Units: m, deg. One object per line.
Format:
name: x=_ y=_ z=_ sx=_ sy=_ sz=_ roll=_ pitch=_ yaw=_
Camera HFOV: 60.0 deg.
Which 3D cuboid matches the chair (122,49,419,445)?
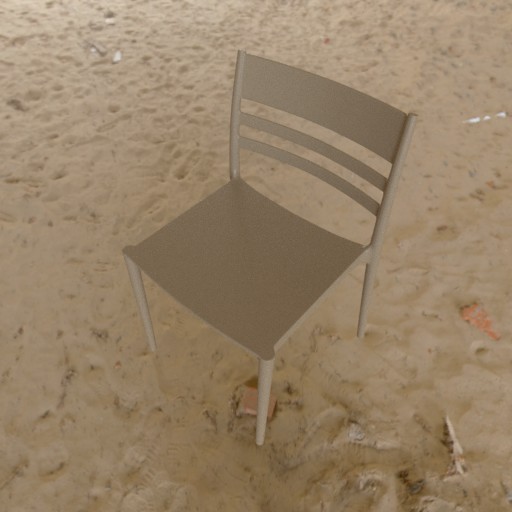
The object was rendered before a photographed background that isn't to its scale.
chair: x=0.000 y=0.000 z=1.152 sx=0.531 sy=0.800 sz=0.511 roll=32 pitch=55 yaw=26
